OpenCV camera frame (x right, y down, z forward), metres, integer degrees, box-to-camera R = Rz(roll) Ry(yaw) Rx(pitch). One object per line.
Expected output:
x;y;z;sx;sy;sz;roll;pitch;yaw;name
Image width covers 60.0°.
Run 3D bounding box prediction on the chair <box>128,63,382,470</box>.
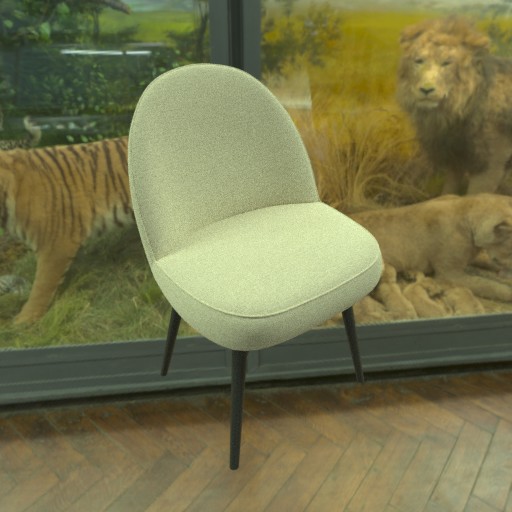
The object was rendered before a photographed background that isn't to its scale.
0.000;0.000;1.124;0.532;0.838;0.540;-22;39;-30;chair
